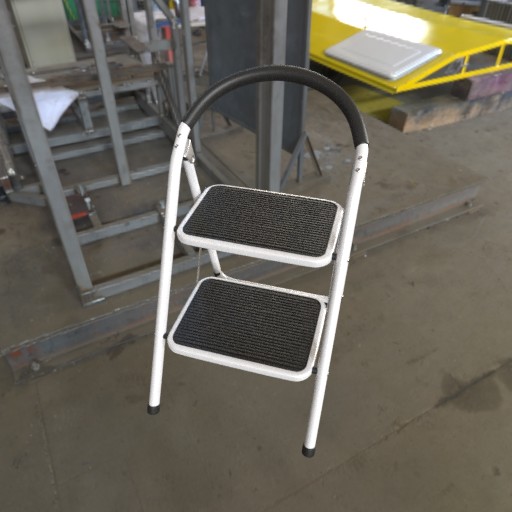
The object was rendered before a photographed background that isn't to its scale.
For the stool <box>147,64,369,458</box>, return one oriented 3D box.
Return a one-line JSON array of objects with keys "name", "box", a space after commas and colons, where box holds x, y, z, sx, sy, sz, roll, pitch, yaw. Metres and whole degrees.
[{"name": "stool", "box": [0.000, 0.000, 1.095, 0.453, 0.760, 0.559, 10, 41, 12]}]
